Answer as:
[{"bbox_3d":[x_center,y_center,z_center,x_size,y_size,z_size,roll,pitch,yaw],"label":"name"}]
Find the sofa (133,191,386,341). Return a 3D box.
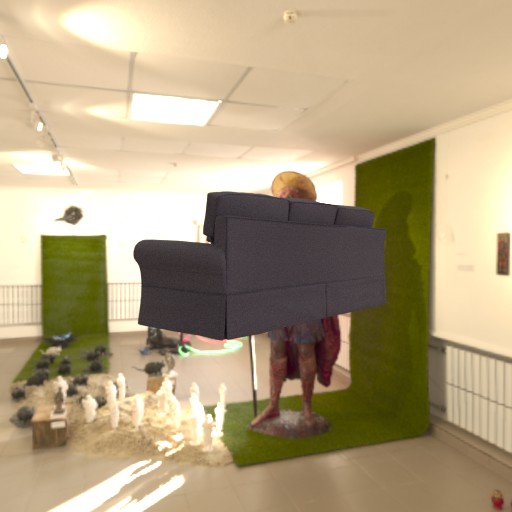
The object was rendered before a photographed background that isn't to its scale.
[{"bbox_3d":[0.000,0.000,5.180,2.874,1.169,3.773,0,1,-18],"label":"sofa"}]
